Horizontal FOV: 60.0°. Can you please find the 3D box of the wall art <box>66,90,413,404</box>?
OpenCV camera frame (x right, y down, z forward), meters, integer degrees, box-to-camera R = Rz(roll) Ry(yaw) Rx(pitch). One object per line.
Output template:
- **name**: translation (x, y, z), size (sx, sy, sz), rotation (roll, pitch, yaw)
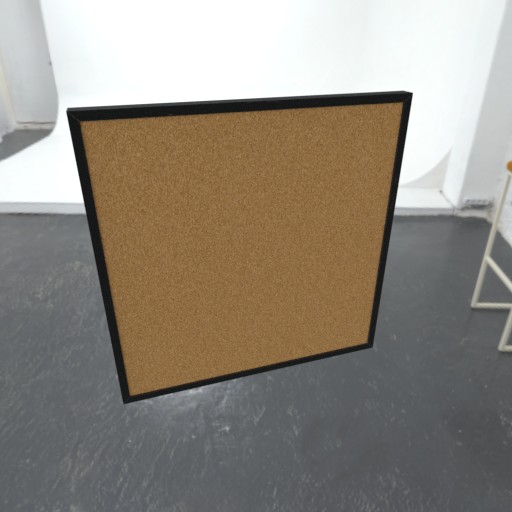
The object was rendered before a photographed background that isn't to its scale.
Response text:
- **wall art**: translation (0.000, 0.000, 1.130), size (0.761, 0.761, 0.037), rotation (-9, 29, -16)
